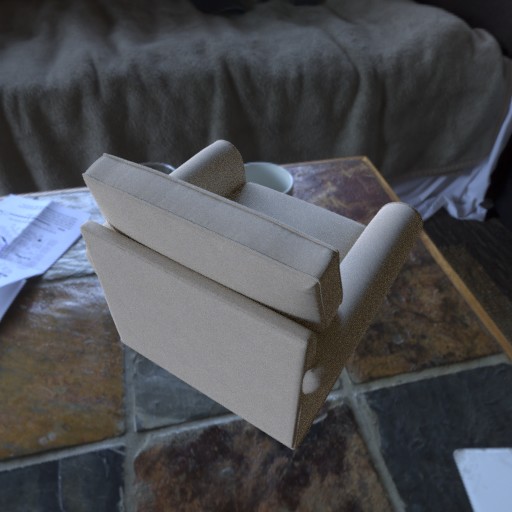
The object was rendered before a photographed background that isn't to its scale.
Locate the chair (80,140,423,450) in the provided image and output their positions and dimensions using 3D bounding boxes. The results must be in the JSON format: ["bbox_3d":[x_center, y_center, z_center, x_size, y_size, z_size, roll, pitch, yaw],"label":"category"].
[{"bbox_3d":[0.000,0.000,1.761,1.040,0.955,0.863,24,50,22],"label":"chair"}]
